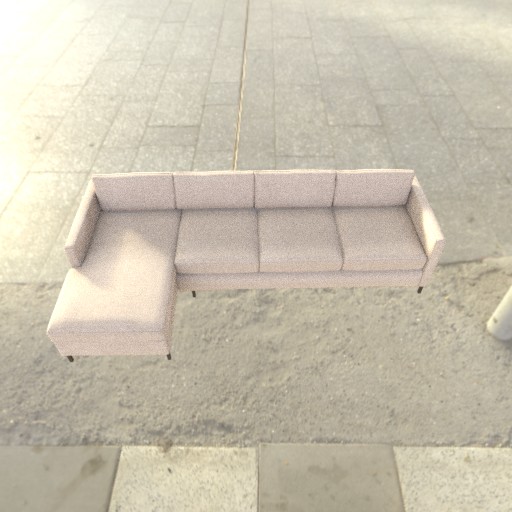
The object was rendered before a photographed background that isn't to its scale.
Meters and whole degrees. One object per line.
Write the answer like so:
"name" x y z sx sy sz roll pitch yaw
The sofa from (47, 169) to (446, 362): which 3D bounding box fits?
"sofa" 0.000 0.000 3.553 2.923 0.816 1.469 -1 47 -1
